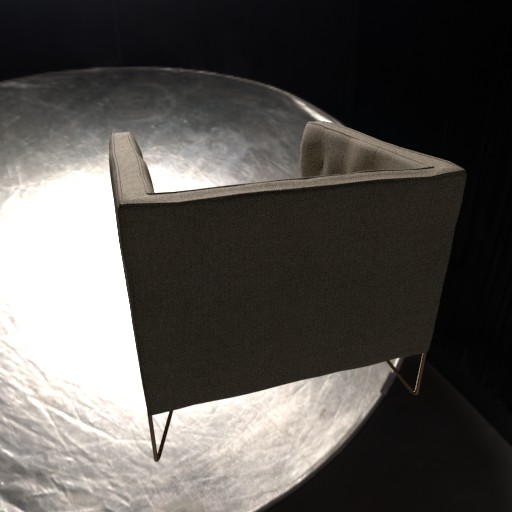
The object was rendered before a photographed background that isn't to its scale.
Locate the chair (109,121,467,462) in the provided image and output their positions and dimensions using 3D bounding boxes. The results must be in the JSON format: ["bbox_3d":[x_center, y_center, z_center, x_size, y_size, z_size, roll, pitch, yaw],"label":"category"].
[{"bbox_3d":[0.000,0.000,1.593,0.920,0.799,0.912,-8,27,-16],"label":"chair"}]
